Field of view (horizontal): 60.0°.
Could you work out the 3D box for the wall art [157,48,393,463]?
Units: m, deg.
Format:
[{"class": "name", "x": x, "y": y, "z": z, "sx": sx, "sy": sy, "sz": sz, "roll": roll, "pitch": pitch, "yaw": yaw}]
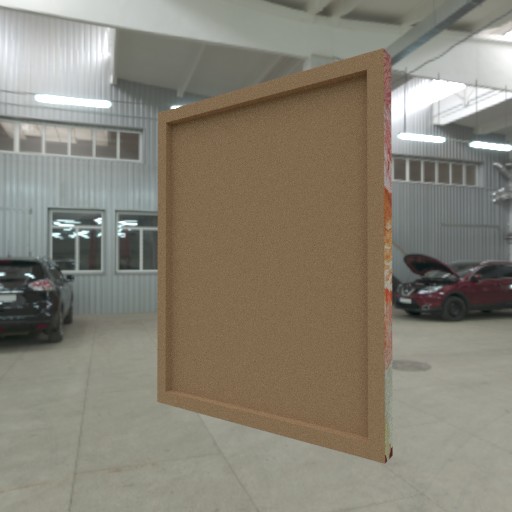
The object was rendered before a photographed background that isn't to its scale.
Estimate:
[{"class": "wall art", "x": 0.000, "y": 0.000, "z": 0.670, "sx": 0.406, "sy": 0.508, "sz": 0.028, "roll": -1, "pitch": -1, "yaw": 36}]
